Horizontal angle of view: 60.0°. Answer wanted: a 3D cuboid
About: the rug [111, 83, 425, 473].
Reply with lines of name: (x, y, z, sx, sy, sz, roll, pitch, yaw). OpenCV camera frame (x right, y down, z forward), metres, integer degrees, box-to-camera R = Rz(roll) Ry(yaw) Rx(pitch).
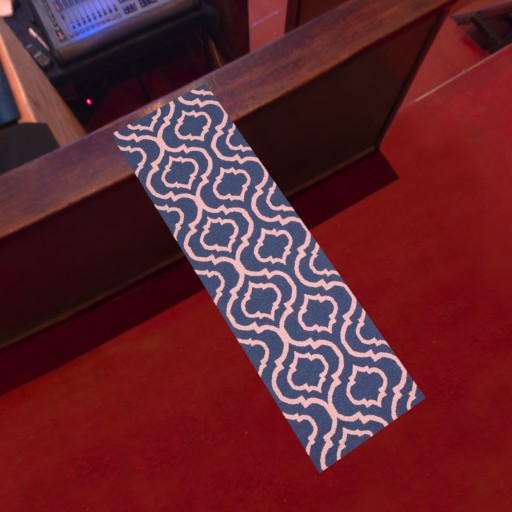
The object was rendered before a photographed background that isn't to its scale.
rug: (0.000, 0.000, 2.569, 0.685, 0.006, 2.296, -32, 78, -8)
